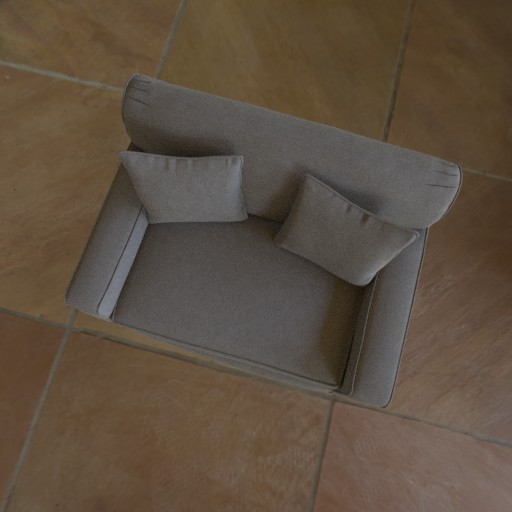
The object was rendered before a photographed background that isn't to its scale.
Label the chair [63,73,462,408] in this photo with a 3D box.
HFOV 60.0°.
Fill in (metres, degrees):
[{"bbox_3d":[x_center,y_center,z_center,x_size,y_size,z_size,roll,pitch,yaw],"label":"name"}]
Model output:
[{"bbox_3d":[0.000,0.000,2.021,1.395,0.953,0.992,17,76,4],"label":"chair"}]
